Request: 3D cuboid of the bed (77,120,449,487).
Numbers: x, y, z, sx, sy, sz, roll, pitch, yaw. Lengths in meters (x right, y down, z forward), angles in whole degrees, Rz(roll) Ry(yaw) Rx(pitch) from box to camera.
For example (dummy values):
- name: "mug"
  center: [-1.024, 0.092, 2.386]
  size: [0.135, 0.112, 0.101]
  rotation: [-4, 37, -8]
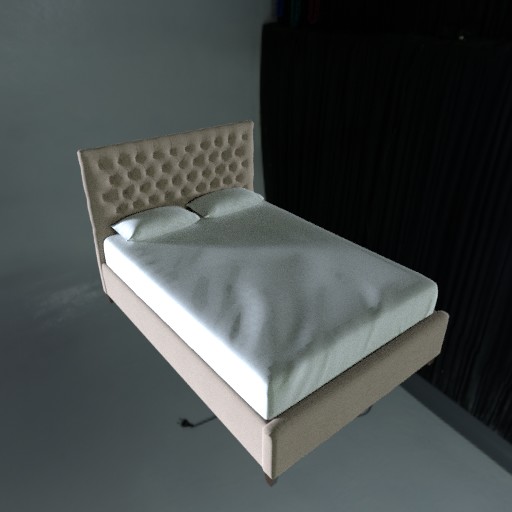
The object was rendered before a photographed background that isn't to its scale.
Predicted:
- name: "bed"
  center: [0.000, 0.000, 3.403]
  size: [1.698, 1.427, 2.387]
  rotation: [-21, 36, -33]
